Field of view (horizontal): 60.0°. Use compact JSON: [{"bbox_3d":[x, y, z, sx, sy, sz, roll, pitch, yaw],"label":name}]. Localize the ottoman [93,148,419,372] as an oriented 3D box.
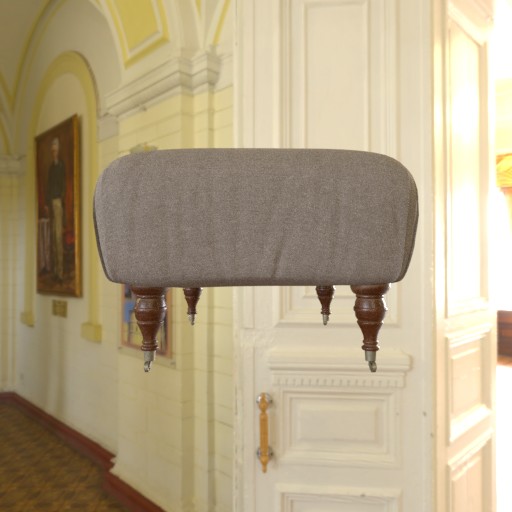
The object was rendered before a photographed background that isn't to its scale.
[{"bbox_3d":[0.000,0.000,1.149,0.622,0.450,0.747,0,0,0],"label":"ottoman"}]
